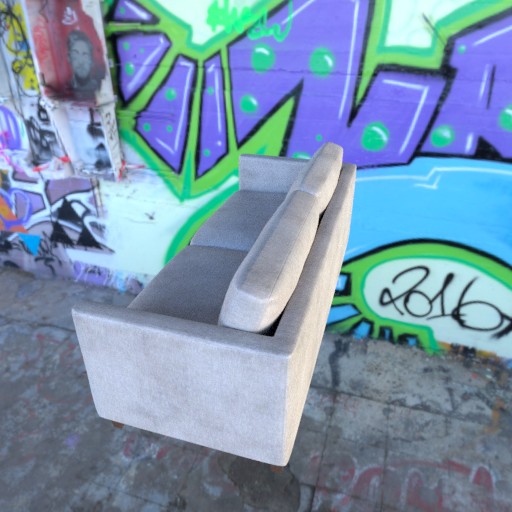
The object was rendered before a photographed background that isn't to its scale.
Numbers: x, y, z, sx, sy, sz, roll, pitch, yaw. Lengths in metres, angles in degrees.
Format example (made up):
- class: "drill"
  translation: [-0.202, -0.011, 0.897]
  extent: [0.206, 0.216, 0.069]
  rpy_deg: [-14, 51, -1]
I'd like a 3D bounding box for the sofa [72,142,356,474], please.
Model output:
- class: "sofa"
  translation: [0.000, 0.000, 2.699]
  extent: [0.951, 0.965, 2.208]
  rpy_deg: [9, 31, 15]
